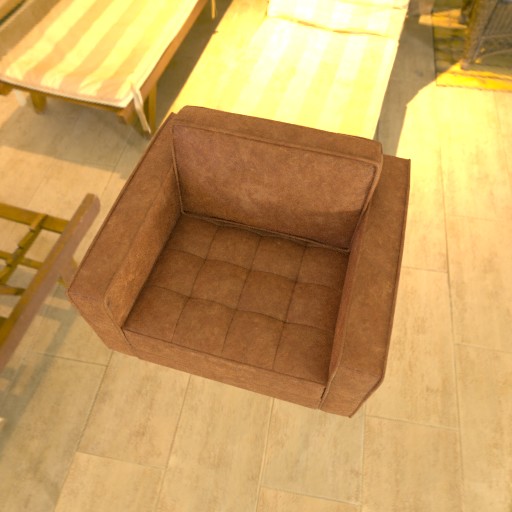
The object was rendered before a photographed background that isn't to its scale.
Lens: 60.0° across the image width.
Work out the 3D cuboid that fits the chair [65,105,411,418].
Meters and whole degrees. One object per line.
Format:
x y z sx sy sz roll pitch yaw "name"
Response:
0.000 0.000 1.523 0.928 0.767 0.798 14 59 8 "chair"
